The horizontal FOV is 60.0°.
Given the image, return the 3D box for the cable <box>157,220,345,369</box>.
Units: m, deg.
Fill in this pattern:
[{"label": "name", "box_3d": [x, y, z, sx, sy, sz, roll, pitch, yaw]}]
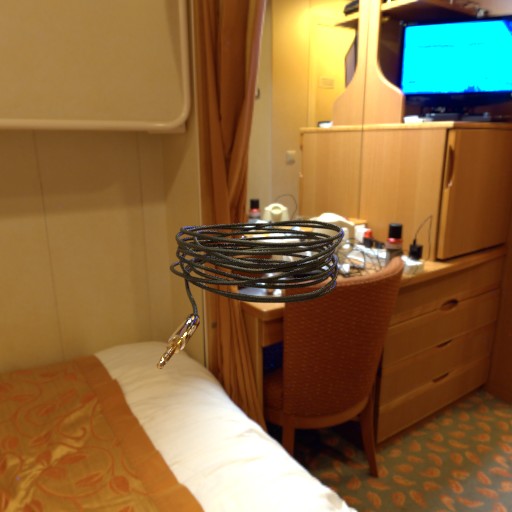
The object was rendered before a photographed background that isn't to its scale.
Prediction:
[{"label": "cable", "box_3d": [0.000, 0.000, 0.505, 0.198, 0.069, 0.432, 2, 15, 8]}]
